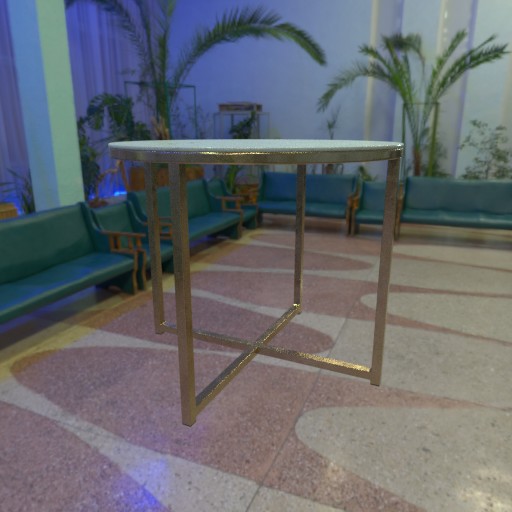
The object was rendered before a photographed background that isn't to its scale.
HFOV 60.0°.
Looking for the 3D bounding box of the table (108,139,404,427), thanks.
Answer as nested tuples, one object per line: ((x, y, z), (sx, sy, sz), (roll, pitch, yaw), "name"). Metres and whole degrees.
((0.000, 0.000, 0.845), (0.500, 0.420, 0.500), (0, 16, 0), "table")
